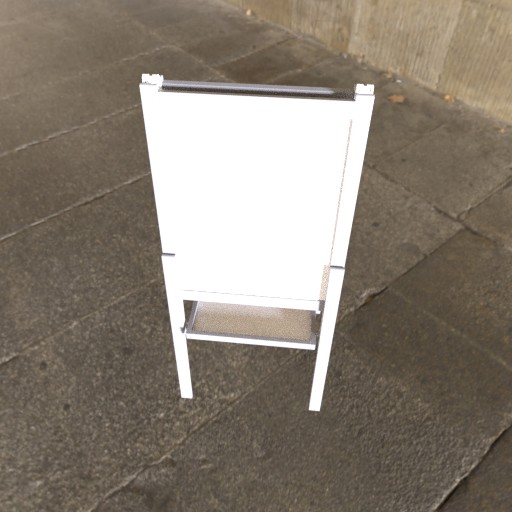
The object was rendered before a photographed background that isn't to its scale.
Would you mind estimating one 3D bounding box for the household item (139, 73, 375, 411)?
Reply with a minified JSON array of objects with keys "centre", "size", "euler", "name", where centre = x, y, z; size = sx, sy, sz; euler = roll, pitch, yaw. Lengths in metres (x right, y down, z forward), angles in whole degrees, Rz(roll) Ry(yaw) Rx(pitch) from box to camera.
[{"centre":[0.000,0.000,1.433],"size":[0.531,1.172,0.469],"euler":[4,47,4],"name":"household item"}]
